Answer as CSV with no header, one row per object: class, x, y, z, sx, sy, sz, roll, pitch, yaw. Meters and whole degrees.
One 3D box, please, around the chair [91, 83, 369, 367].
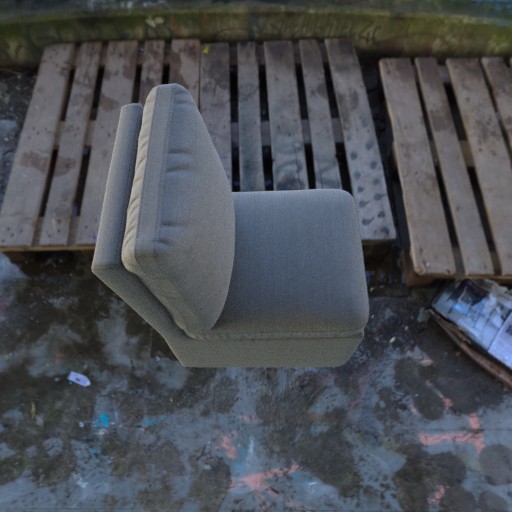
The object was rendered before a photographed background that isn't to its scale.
chair,0.000,0.000,1.374,0.698,0.927,0.503,0,63,0
